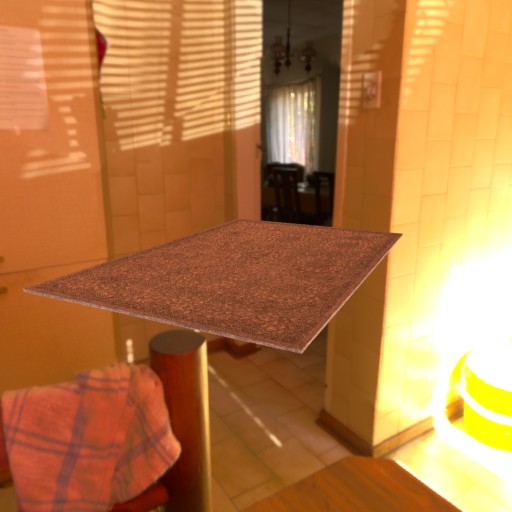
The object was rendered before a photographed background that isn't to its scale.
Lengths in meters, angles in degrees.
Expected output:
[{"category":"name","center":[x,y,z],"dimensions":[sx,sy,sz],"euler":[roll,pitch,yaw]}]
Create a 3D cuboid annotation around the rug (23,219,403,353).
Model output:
[{"category":"rug","center":[0.000,0.000,2.329],"dimensions":[1.208,0.012,1.819],"euler":[7,17,26]}]
